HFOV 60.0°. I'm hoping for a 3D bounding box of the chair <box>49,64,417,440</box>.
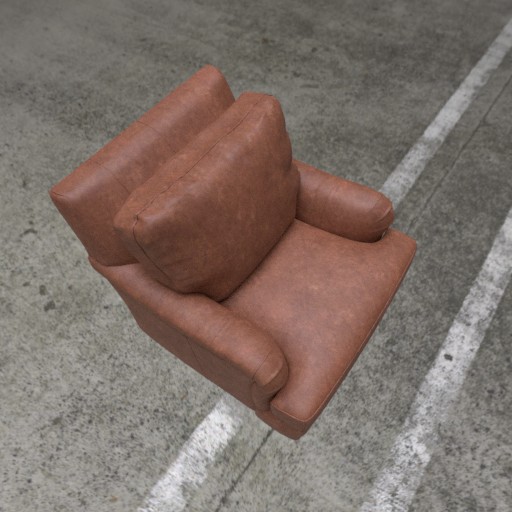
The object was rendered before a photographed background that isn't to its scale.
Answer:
[{"bbox_3d":[0.000,0.000,1.920,1.158,1.055,0.986,31,62,18],"label":"chair"}]
